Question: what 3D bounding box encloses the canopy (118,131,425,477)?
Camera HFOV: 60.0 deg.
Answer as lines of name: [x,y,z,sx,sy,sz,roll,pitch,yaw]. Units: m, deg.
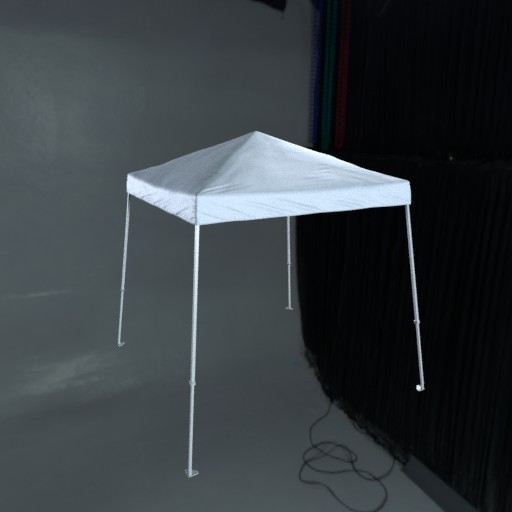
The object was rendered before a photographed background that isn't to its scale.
canopy: [0.000,0.000,6.639,3.600,3.600,3.599,-8,17,-27]
